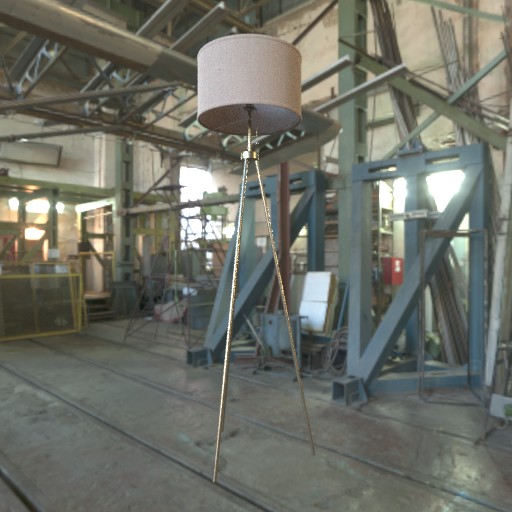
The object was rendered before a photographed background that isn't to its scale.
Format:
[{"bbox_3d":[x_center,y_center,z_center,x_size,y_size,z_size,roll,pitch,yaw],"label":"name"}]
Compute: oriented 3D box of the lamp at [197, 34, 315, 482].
[{"bbox_3d":[0.000,0.000,1.739,0.460,1.545,0.449,0,0,-1],"label":"lamp"}]
